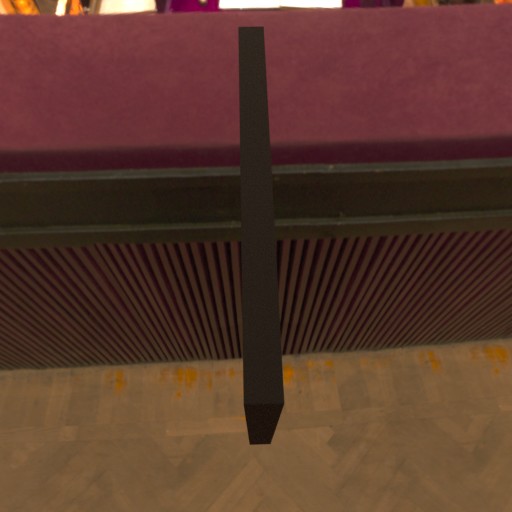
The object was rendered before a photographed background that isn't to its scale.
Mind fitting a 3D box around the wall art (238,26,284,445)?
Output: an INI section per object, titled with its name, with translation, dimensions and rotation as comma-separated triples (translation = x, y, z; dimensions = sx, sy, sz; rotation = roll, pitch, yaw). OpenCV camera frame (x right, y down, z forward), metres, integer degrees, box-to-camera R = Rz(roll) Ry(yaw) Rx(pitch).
[wall art]
translation = 0.000, 0.000, 0.537
dimensions = 0.028, 0.325, 0.397
rotation = -1, 63, -1
